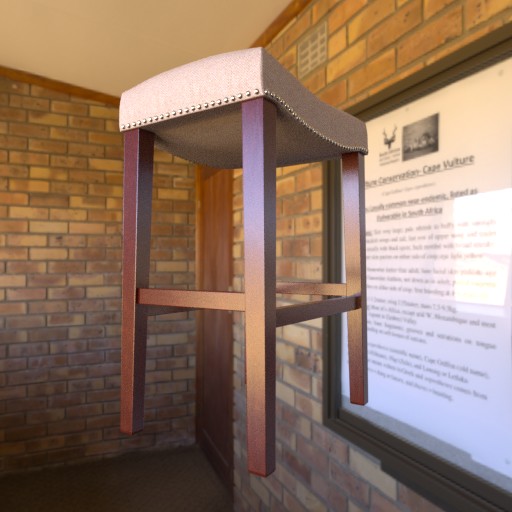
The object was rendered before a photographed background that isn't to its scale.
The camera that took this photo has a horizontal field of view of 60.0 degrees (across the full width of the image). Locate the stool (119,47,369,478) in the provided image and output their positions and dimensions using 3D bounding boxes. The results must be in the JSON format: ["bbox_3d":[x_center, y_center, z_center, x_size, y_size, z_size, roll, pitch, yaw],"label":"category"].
[{"bbox_3d":[0.000,0.000,1.033,0.372,0.742,0.504,-1,-1,34],"label":"stool"}]
